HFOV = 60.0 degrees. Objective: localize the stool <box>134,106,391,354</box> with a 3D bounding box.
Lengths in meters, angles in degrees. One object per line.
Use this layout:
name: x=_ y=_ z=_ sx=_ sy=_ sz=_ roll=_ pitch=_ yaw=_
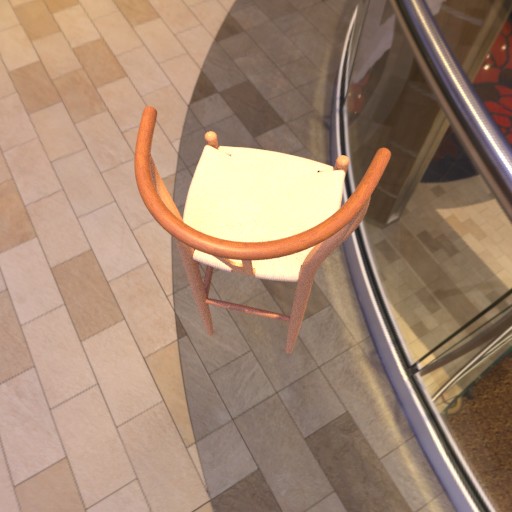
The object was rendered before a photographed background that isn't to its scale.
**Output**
stool: x=0.000 y=0.000 z=1.381 sx=0.574 sy=1.068 sz=0.561 roll=12 pitch=63 yaw=6
